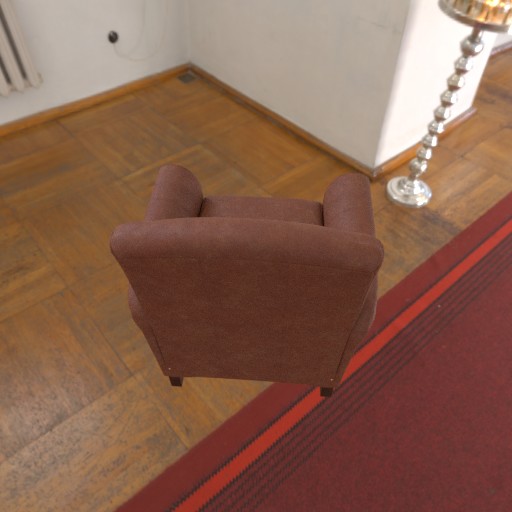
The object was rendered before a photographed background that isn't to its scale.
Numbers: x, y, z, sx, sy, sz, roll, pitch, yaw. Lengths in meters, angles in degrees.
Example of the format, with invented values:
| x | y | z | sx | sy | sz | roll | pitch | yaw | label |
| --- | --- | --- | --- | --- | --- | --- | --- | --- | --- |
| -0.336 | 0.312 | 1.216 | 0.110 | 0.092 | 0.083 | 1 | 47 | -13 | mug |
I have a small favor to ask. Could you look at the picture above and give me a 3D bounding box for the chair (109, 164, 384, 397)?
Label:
| x | y | z | sx | sy | sz | roll | pitch | yaw | label |
| --- | --- | --- | --- | --- | --- | --- | --- | --- | --- |
| 0.000 | 0.000 | 1.806 | 0.978 | 1.061 | 0.902 | 3 | 47 | 3 | chair |
